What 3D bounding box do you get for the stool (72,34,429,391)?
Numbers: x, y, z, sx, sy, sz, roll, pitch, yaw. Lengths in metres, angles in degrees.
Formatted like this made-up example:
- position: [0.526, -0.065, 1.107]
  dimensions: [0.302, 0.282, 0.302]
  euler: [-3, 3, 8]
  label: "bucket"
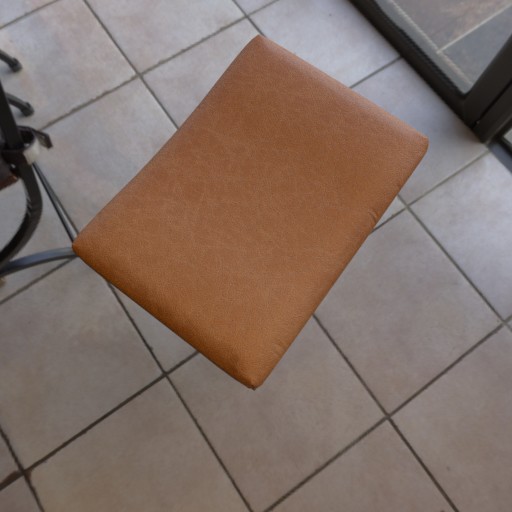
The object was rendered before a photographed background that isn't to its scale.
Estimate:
- position: [0.000, 0.000, 1.014]
  dimensions: [0.361, 0.759, 0.500]
  euler: [36, 78, 9]
  label: "stool"
